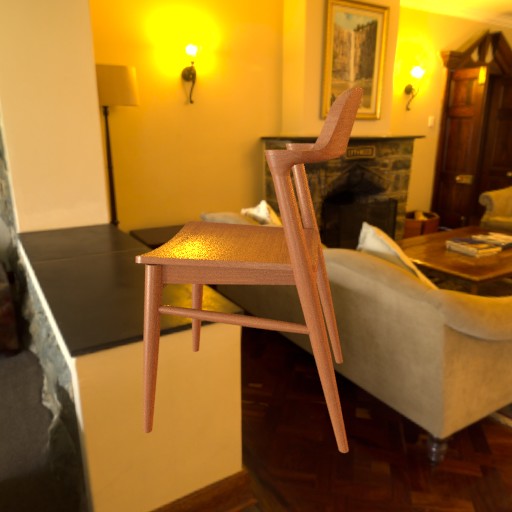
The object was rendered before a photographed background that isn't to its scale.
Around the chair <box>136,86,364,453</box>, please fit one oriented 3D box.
[{"bbox_3d":[0.000,0.000,1.153,0.499,0.801,0.496,2,16,9],"label":"chair"}]
